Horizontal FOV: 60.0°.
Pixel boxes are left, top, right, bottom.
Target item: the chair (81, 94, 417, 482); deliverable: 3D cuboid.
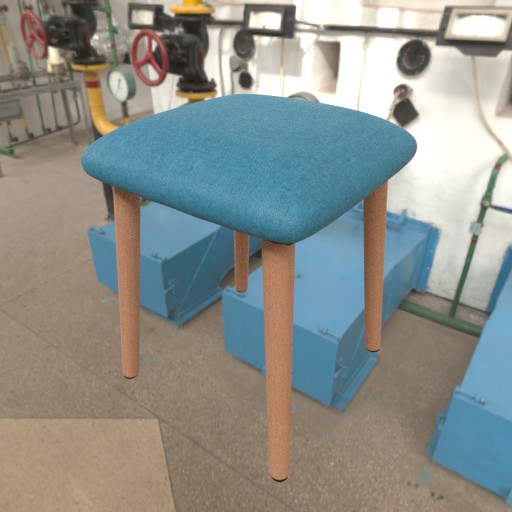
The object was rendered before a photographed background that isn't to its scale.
[{"bbox_3d":[0.000,0.000,0.698,0.360,0.450,0.360,21,37,30],"label":"chair"}]
